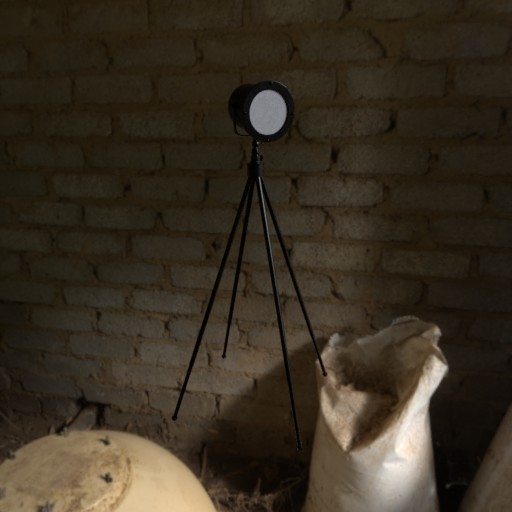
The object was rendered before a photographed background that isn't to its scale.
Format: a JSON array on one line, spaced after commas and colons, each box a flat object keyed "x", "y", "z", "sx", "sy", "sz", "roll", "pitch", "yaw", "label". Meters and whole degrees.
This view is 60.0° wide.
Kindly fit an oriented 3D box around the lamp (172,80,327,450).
[{"x": 0.000, "y": 0.000, "z": 2.054, "sx": 0.879, "sy": 1.504, "sz": 0.884, "roll": -8, "pitch": 18, "yaw": -25, "label": "lamp"}]
